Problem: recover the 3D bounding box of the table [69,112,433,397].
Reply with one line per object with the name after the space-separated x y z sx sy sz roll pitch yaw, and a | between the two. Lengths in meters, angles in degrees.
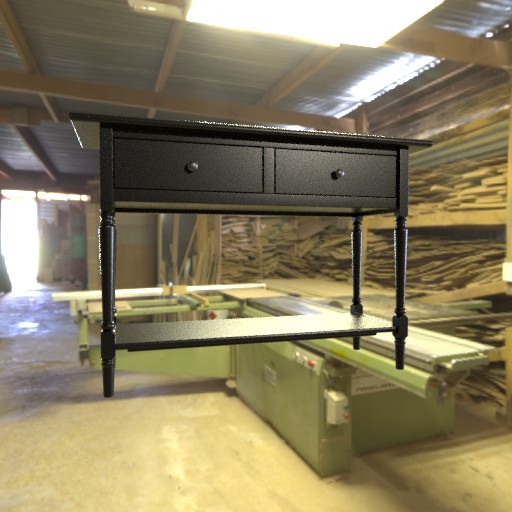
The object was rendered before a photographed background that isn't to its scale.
0.000 0.000 1.586 1.191 0.819 0.386 0 2 -17 | table
